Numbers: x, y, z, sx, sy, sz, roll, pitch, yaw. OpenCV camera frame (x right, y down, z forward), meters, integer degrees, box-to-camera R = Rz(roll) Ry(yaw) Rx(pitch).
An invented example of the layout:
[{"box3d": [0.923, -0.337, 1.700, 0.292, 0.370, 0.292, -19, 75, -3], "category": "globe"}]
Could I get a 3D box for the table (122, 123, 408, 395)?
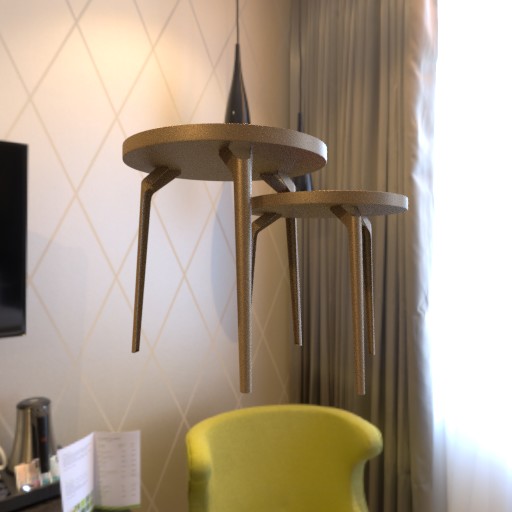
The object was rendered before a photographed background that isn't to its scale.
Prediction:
[{"box3d": [0.000, 0.000, 1.160, 0.751, 0.555, 0.532, 0, 0, 18], "category": "table"}]
